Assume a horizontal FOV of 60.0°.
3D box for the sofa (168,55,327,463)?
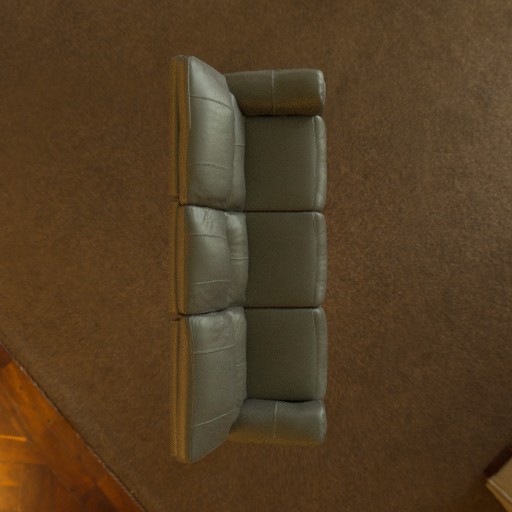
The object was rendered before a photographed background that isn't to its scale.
[{"bbox_3d":[0.000,0.000,3.186,1.104,1.134,2.627,0,89,-1],"label":"sofa"}]
